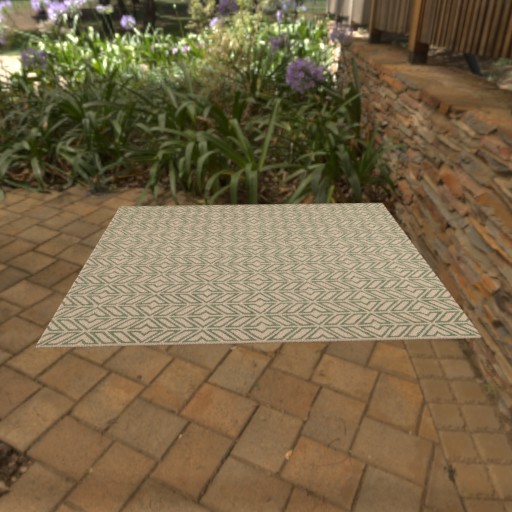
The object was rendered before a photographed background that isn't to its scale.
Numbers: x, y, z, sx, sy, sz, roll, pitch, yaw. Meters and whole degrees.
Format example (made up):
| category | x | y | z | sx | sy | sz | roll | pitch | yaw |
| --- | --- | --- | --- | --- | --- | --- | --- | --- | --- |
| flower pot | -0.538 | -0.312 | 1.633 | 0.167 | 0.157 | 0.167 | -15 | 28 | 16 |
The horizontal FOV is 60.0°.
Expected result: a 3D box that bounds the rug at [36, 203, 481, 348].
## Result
| category | x | y | z | sx | sy | sz | roll | pitch | yaw |
| --- | --- | --- | --- | --- | --- | --- | --- | --- | --- |
| rug | 0.000 | 0.000 | 4.083 | 3.050 | 0.017 | 2.441 | -1 | 29 | -2 |
